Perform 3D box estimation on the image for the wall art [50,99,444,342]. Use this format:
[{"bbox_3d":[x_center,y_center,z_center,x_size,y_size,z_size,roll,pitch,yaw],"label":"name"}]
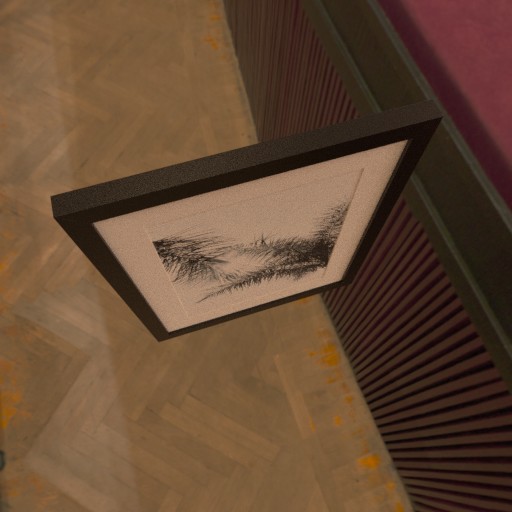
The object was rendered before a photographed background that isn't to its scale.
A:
[{"bbox_3d":[0.000,0.000,0.755,0.457,0.557,0.028,-16,67,-7],"label":"wall art"}]
